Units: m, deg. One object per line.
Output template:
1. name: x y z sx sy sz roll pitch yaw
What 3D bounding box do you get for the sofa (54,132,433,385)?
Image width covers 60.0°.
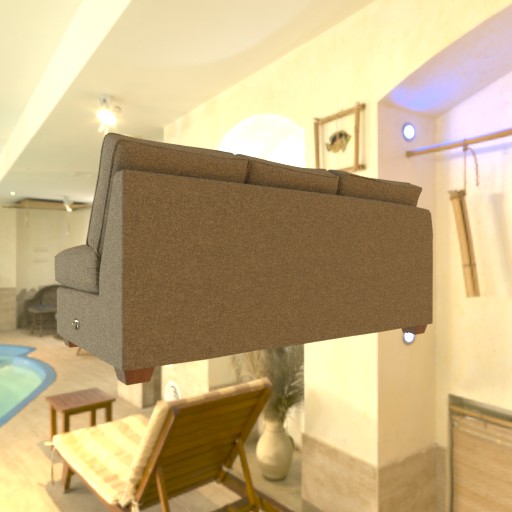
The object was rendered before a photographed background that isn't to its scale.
1. sofa: 0.000 0.000 2.530 1.963 0.946 1.034 0 0 -37
